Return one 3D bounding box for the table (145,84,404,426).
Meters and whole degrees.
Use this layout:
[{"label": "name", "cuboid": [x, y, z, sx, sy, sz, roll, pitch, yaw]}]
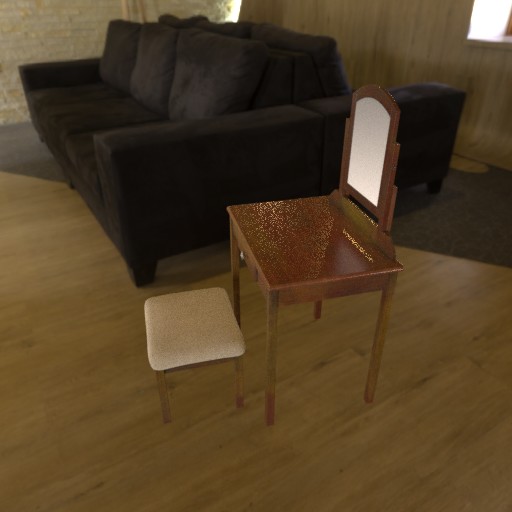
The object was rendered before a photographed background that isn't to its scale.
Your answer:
[{"label": "table", "cuboid": [0.000, 0.000, 2.306, 1.211, 1.631, 0.876, -8, 31, -13]}]
